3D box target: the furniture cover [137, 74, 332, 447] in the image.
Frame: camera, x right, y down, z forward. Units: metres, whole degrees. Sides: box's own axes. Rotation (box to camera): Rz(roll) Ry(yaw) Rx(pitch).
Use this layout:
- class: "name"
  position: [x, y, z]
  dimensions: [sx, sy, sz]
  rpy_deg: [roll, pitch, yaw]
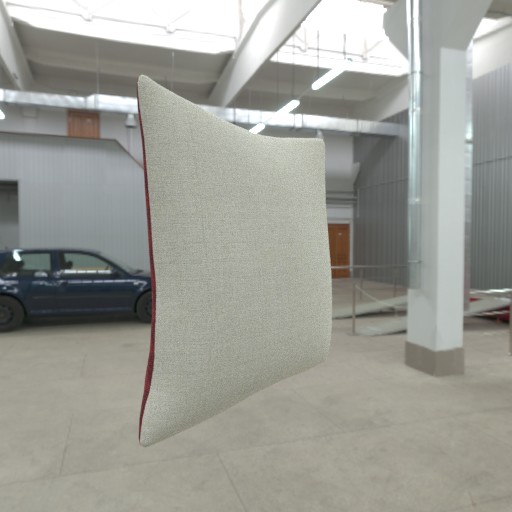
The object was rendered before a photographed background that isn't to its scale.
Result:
- class: "furniture cover"
  position: [0.000, 0.000, 0.663]
  dimensions: [0.145, 0.420, 0.435]
  rpy_deg: [1, 3, 36]
